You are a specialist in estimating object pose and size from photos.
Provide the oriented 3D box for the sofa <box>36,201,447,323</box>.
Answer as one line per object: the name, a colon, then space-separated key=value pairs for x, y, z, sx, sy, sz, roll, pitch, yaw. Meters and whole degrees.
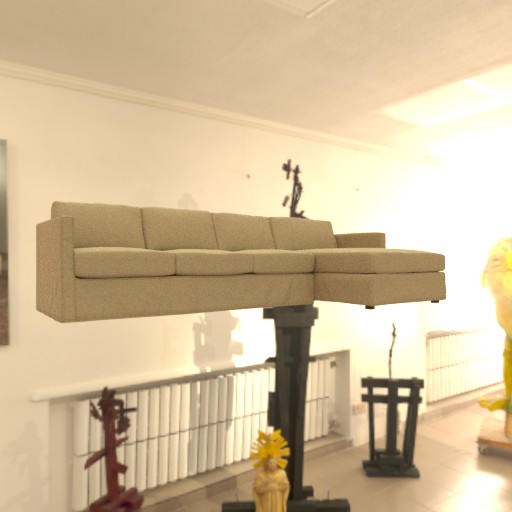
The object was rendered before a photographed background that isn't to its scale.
sofa: x=0.000 y=0.000 z=3.793 sx=3.177 sy=0.867 sz=1.622 roll=0 pitch=0 yaw=-35
